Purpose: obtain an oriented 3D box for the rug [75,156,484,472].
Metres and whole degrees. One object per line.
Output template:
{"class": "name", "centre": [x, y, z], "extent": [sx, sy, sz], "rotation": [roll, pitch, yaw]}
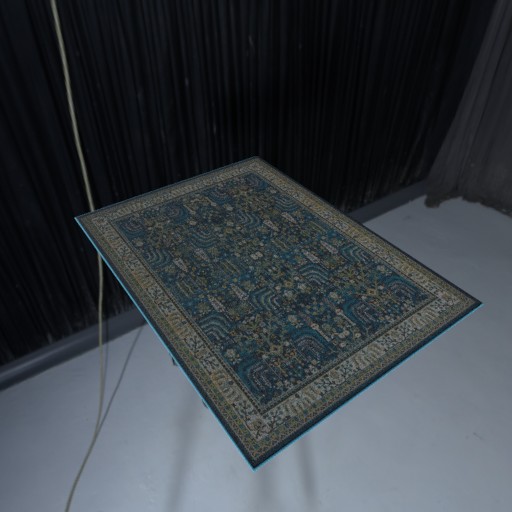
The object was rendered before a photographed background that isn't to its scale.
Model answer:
{"class": "rug", "centre": [0.000, 0.000, 3.932], "extent": [2.226, 0.015, 3.044], "rotation": [-25, 46, -27]}
